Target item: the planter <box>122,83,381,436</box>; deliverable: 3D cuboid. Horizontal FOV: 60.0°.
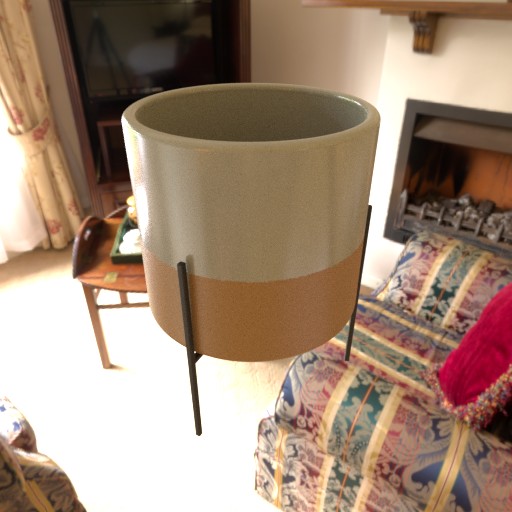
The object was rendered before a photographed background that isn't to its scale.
[{"bbox_3d":[0.000,0.000,0.729,0.360,0.480,0.348,-1,32,-2],"label":"planter"}]
